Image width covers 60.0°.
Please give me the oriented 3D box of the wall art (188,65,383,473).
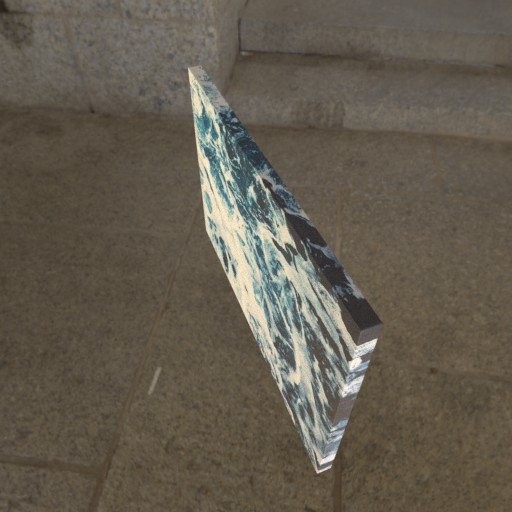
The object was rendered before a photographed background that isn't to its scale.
[{"bbox_3d":[0.000,0.000,1.140,0.042,0.610,0.915,-16,49,-14],"label":"wall art"}]
